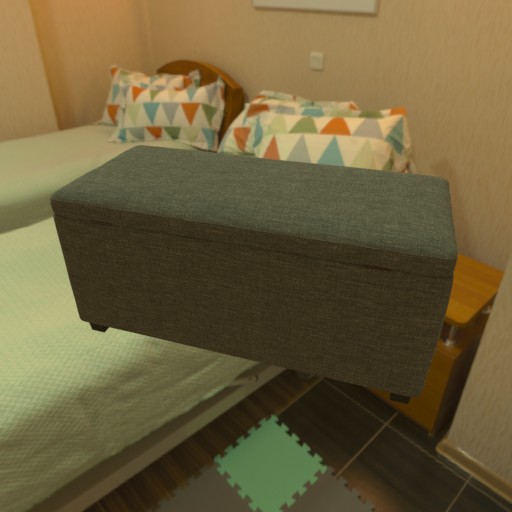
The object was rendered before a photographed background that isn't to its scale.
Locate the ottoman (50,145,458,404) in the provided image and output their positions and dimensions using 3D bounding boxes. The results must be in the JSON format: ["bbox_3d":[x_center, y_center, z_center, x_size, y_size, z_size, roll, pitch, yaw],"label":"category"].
[{"bbox_3d":[0.000,0.000,1.154,0.902,0.432,0.419,9,33,15],"label":"ottoman"}]
